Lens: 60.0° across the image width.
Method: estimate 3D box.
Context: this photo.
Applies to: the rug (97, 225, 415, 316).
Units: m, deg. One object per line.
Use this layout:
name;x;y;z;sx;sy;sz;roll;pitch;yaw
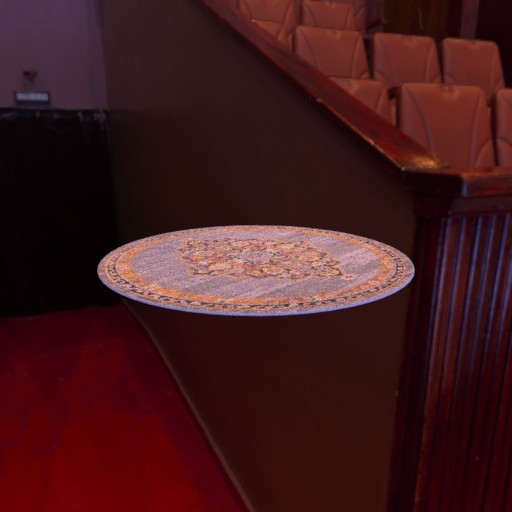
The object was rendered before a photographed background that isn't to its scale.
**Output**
rug;0.000;0.000;3.521;2.382;0.014;2.382;0;15;0
